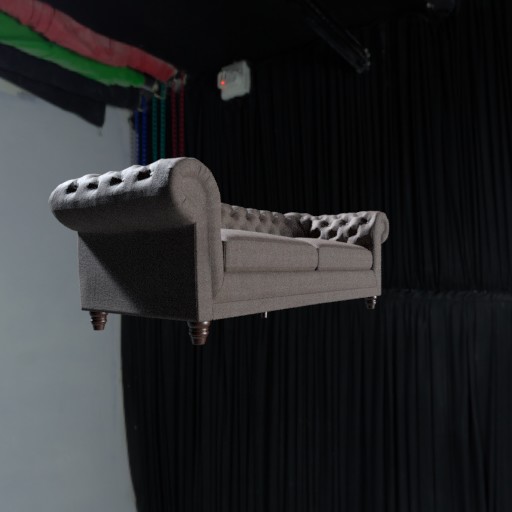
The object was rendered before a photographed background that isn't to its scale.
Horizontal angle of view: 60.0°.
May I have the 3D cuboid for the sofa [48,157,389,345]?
[{"bbox_3d":[0.000,0.000,2.867,0.944,0.787,2.385,-1,-2,36],"label":"sofa"}]
